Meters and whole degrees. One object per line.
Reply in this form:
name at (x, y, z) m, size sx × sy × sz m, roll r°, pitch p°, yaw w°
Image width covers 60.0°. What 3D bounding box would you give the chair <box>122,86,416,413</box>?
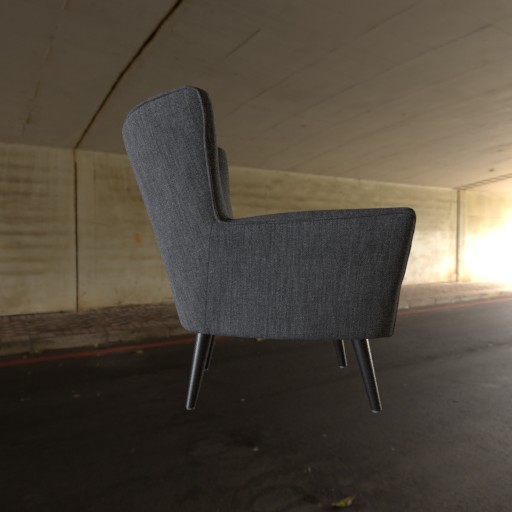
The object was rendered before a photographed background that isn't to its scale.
chair at (0.000, 0.000, 1.571) m, size 0.888 × 0.933 × 0.781 m, roll 0°, pitch 1°, yaw -1°
